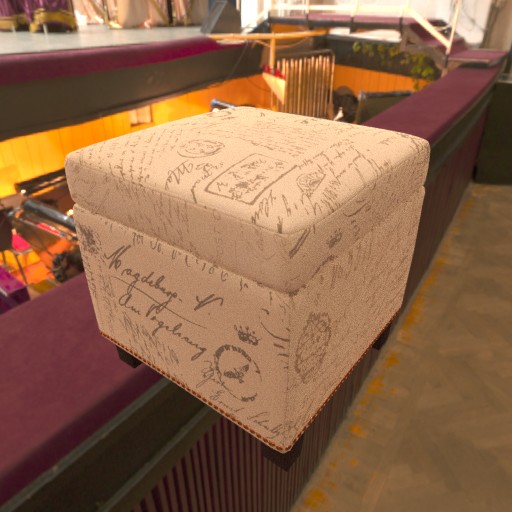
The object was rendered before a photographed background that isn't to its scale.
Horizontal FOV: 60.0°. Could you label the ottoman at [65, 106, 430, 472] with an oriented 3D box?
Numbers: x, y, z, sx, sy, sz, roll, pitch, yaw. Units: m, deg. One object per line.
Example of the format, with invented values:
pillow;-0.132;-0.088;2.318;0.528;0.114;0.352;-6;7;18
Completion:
ottoman;0.000;0.000;0.827;0.450;0.457;0.449;21;37;32
